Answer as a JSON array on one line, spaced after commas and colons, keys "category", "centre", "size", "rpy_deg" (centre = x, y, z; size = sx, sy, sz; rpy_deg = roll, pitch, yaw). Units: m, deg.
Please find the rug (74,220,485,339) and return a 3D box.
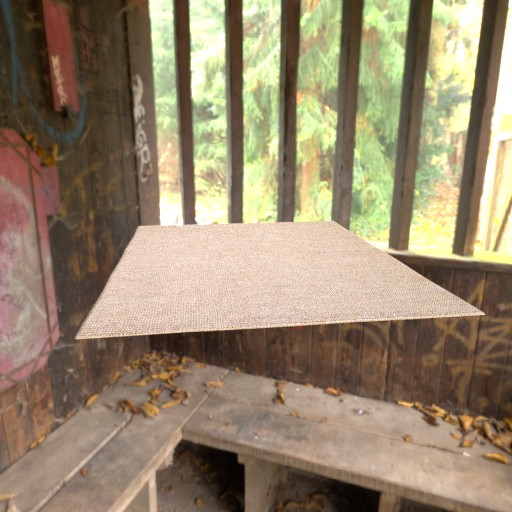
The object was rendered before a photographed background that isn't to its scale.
[{"category": "rug", "centre": [0.000, 0.000, 3.995], "size": [2.406, 0.012, 3.034], "rpy_deg": [-2, 16, -8]}]
